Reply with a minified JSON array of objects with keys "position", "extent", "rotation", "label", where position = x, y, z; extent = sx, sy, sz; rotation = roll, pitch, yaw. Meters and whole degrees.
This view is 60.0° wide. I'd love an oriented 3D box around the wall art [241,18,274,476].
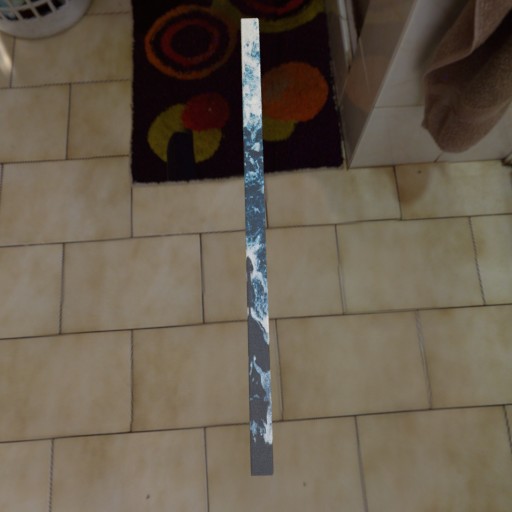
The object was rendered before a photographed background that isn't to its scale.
[{"position":[0.000,0.000,1.146],"extent":[0.042,0.610,0.915],"rotation":[-1,76,0],"label":"wall art"}]
